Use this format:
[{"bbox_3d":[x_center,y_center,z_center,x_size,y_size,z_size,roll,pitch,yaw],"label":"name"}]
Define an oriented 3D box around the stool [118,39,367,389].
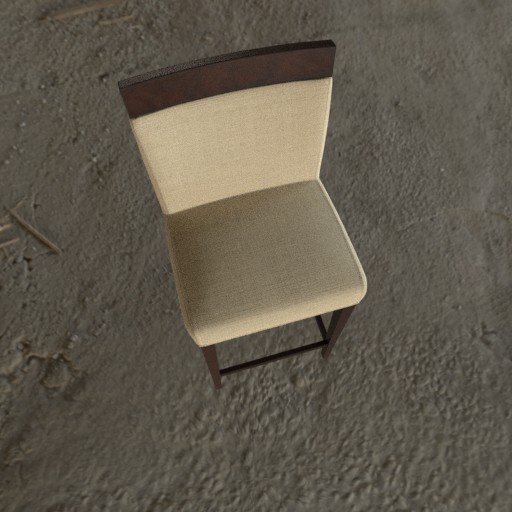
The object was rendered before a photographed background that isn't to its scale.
[{"bbox_3d":[0.000,0.000,1.408,0.511,1.117,0.531,-14,64,-7],"label":"stool"}]
